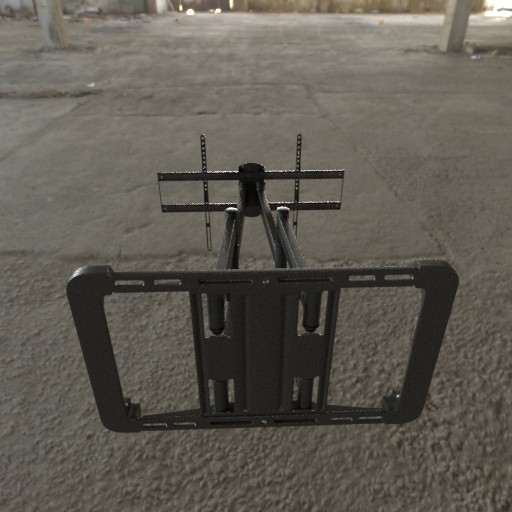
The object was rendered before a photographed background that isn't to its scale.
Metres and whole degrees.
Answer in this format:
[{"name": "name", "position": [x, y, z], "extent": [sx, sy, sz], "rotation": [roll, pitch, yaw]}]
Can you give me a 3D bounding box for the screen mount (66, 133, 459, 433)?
[{"name": "screen mount", "position": [0.000, 0.000, 1.307], "extent": [0.725, 0.483, 0.905], "rotation": [-1, 31, -2]}]
